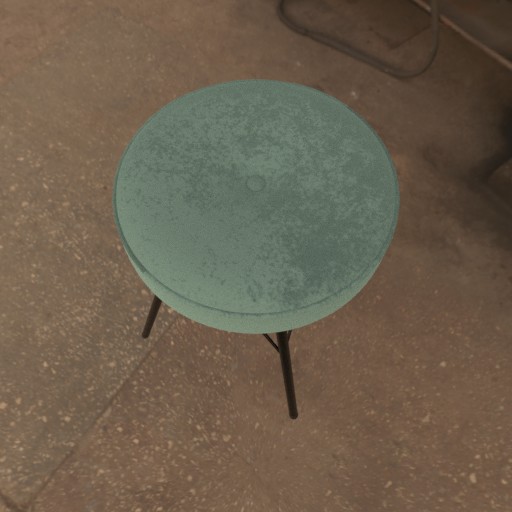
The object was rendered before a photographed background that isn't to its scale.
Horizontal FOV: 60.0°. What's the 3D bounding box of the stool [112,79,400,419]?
[{"bbox_3d":[0.000,0.000,0.847,0.458,0.519,0.457,33,69,15],"label":"stool"}]
